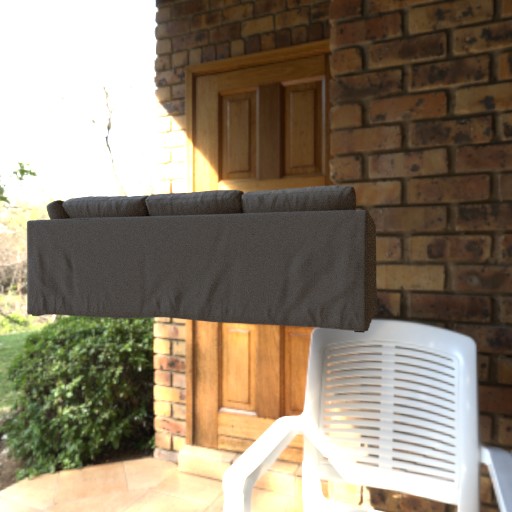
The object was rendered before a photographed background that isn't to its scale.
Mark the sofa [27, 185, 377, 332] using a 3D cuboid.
[{"bbox_3d":[0.000,0.000,4.493,2.427,0.882,3.460,0,0,17],"label":"sofa"}]
